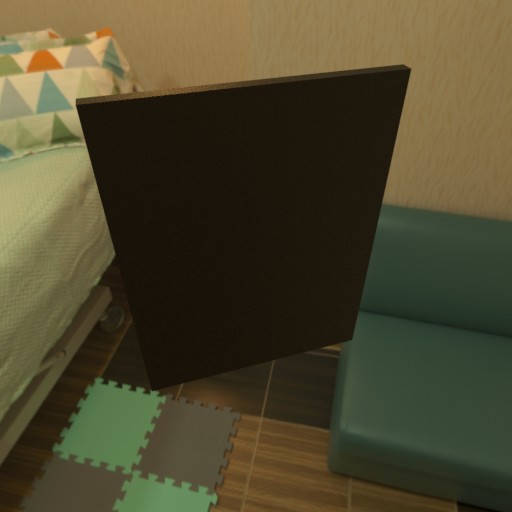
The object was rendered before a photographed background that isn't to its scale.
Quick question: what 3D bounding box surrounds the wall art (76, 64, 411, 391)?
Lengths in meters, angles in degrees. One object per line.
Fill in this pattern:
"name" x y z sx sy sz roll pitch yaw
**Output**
"wall art" 0.000 0.000 1.380 0.806 1.062 0.038 -11 41 -13
